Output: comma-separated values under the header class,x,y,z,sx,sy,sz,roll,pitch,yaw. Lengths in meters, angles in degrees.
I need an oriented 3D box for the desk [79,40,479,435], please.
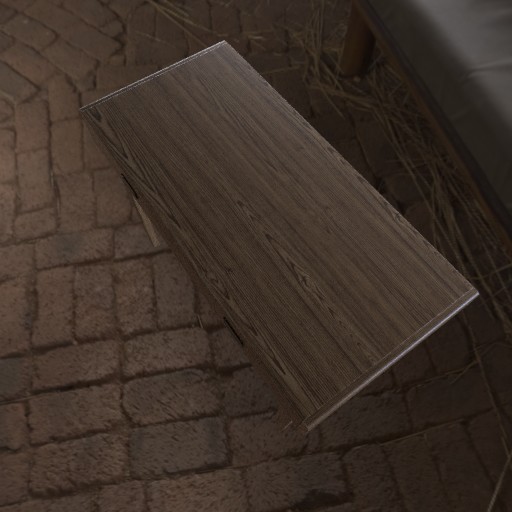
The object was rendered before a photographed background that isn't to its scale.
class,x,y,z,sx,sy,sz,roll,pitch,yaw
desk,0.000,0.000,1.484,0.508,0.755,1.067,-33,68,-15
